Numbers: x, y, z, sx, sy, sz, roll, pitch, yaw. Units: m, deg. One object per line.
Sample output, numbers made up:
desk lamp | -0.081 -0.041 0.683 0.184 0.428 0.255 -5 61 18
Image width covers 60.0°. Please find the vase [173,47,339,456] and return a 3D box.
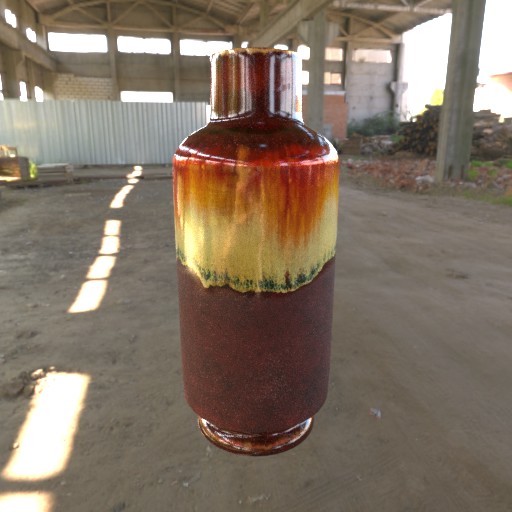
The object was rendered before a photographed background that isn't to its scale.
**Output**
vase | 0.000 0.000 0.313 0.111 0.261 0.111 0 15 0
